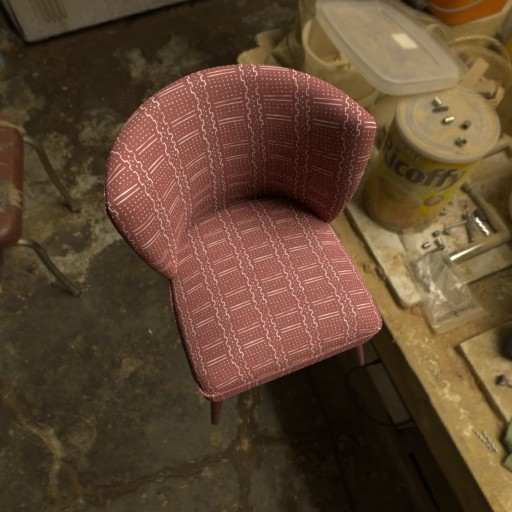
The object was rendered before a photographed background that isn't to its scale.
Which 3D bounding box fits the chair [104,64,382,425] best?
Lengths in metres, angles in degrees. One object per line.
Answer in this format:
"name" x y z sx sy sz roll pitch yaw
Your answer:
"chair" 0.000 0.000 1.409 0.706 0.866 0.758 -19 65 -9
